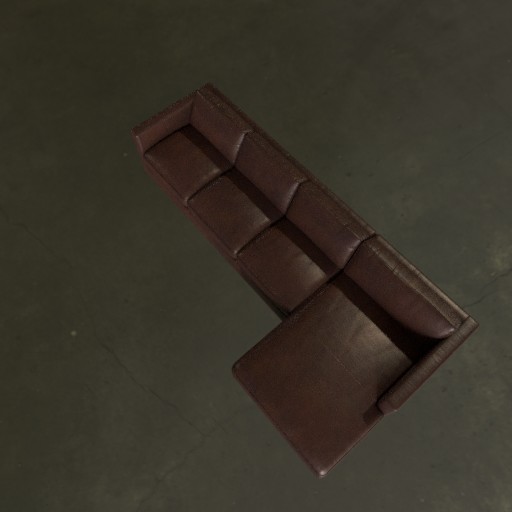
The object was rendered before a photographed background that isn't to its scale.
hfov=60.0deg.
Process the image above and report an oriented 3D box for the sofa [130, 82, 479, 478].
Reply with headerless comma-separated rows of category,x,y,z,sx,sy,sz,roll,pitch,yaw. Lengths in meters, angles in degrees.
sofa,0.000,0.000,3.795,1.581,0.883,3.203,-38,70,-16
